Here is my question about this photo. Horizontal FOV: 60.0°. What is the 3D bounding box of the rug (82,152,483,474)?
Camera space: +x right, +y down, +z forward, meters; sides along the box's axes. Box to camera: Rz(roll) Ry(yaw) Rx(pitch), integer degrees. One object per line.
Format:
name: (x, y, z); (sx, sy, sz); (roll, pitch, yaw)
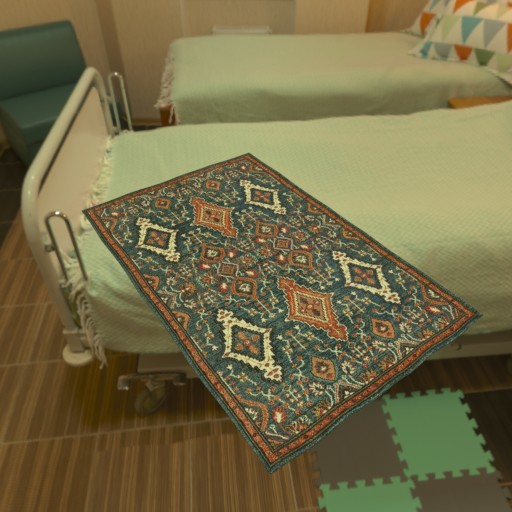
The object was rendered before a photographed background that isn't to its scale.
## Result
rug: (0.000, 0.000, 4.151); (2.190, 0.008, 3.371); (-25, 47, -26)
